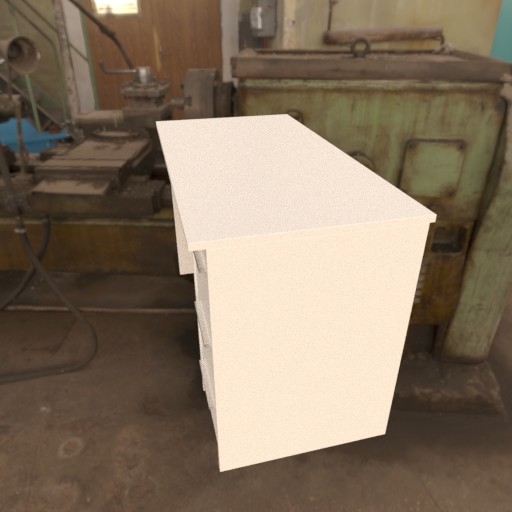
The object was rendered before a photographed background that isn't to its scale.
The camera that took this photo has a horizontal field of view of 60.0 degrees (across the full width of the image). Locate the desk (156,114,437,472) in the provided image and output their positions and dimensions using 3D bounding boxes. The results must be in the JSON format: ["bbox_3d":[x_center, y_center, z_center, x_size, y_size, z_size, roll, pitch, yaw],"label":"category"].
[{"bbox_3d":[0.000,0.000,1.580,0.560,0.735,1.097,-7,30,-12],"label":"desk"}]
